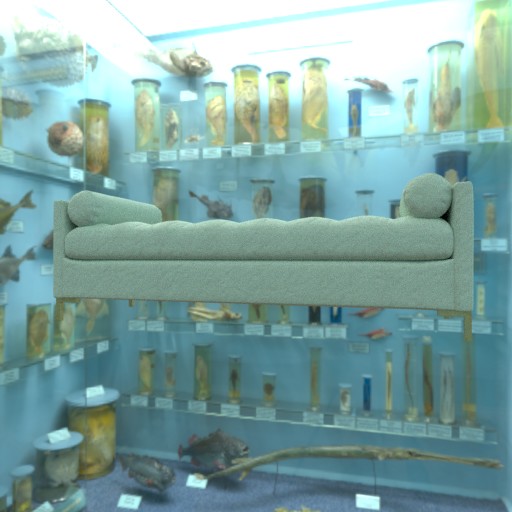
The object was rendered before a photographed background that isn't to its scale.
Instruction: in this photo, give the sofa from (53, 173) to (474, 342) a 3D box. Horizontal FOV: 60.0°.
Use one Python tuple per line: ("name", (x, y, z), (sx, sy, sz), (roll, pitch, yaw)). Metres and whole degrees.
("sofa", (0.000, 0.000, 2.459), (2.102, 0.705, 0.796), (0, 0, 17))
